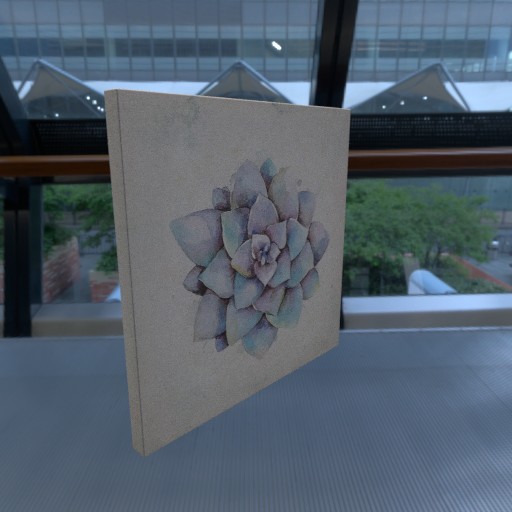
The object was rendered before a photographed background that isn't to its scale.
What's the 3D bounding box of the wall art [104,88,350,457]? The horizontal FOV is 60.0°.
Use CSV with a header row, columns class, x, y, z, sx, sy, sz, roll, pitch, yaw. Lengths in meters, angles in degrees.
class,x,y,z,sx,sy,sz,roll,pitch,yaw
wall art,0.000,0.000,0.929,0.040,0.612,0.612,14,20,42
